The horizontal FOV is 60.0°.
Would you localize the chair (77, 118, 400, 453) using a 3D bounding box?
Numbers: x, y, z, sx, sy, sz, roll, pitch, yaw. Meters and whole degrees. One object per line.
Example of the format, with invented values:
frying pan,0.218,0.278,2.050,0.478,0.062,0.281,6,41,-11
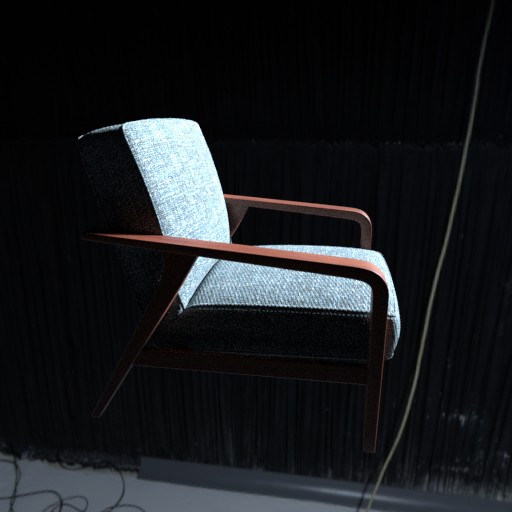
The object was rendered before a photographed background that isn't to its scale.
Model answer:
chair,0.000,0.000,1.458,0.889,0.864,0.719,3,18,10
